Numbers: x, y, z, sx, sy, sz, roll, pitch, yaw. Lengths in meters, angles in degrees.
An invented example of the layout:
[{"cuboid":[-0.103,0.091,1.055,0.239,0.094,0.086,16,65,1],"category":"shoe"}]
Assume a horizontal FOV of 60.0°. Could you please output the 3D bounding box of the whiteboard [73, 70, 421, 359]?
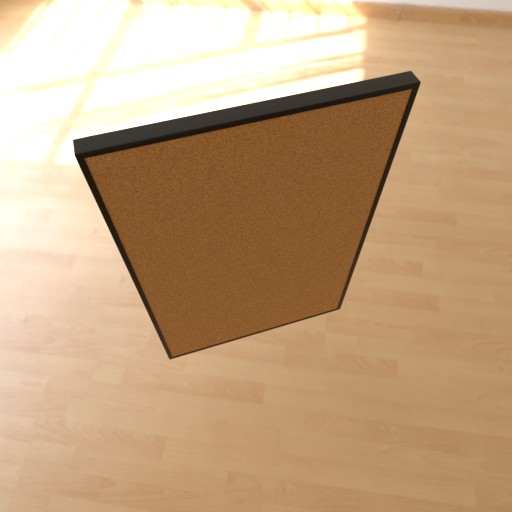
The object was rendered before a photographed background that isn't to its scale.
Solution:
[{"cuboid":[0.000,0.000,0.758,0.406,0.611,0.026,-15,58,-9],"category":"whiteboard"}]
